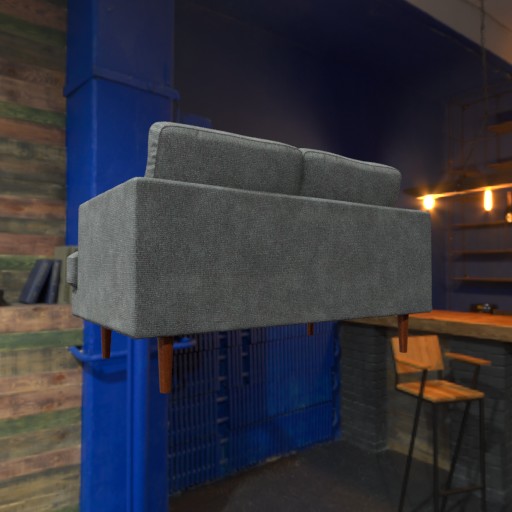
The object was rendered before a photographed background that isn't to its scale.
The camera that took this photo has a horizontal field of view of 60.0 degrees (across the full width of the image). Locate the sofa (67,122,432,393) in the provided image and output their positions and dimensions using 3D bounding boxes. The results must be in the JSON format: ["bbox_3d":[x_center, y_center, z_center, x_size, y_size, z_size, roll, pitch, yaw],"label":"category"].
[{"bbox_3d":[0.000,0.000,2.174,1.582,0.956,0.903,1,-2,-34],"label":"sofa"}]
